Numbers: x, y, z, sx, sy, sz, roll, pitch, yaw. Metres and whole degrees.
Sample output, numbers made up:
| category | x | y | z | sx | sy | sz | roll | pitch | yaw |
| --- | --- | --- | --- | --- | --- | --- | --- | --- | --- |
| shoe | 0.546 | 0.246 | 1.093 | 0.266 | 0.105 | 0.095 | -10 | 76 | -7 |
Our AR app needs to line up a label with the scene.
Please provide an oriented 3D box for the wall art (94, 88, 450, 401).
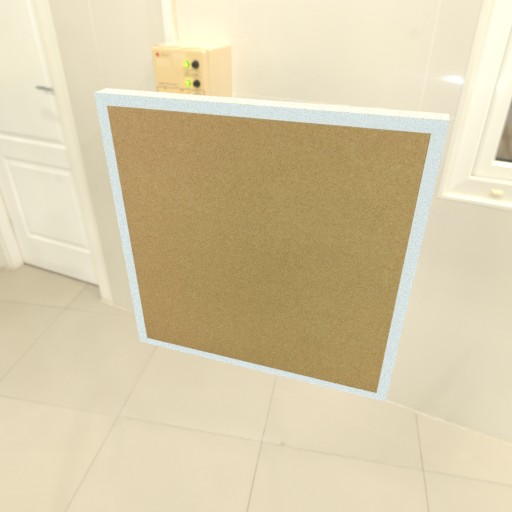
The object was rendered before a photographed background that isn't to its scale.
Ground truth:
| category | x | y | z | sx | sy | sz | roll | pitch | yaw |
| --- | --- | --- | --- | --- | --- | --- | --- | --- | --- |
| wall art | 0.000 | 0.000 | 0.456 | 0.307 | 0.307 | 0.020 | 10 | 33 | 15 |
